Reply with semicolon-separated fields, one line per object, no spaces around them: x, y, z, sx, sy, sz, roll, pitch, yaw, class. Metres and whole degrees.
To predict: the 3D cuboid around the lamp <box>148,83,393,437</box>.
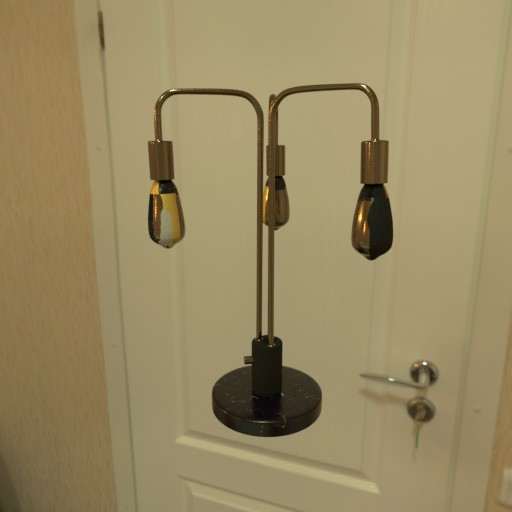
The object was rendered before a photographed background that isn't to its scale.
0.000;0.000;0.797;0.368;0.560;0.355;-2;14;-8;lamp
